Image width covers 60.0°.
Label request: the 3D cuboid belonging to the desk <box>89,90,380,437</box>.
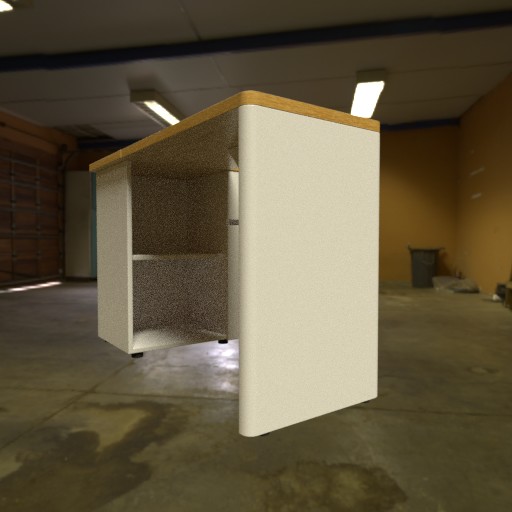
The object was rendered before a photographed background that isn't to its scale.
[{"bbox_3d":[0.000,0.000,1.689,0.900,0.760,1.170,-1,2,-36],"label":"desk"}]
